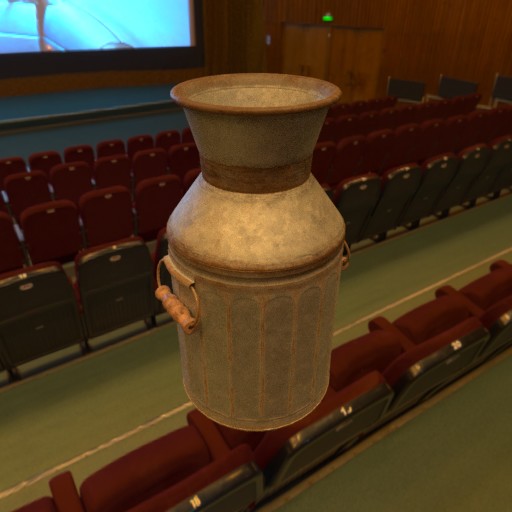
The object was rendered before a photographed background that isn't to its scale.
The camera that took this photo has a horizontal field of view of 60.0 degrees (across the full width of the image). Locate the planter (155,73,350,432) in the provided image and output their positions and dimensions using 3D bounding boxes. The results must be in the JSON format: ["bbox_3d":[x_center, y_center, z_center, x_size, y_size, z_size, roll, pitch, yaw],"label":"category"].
[{"bbox_3d":[0.000,0.000,0.548,0.245,0.396,0.214,-20,37,-28],"label":"planter"}]
